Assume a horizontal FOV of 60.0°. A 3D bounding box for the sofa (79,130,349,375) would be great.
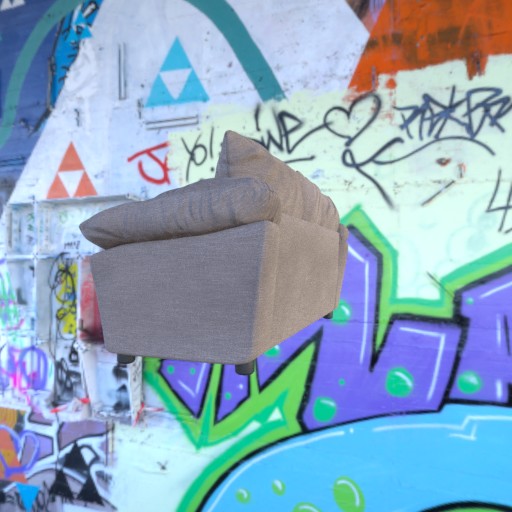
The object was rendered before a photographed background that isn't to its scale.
[{"bbox_3d":[0.000,0.000,2.910,0.927,1.043,2.390,0,-1,20],"label":"sofa"}]
